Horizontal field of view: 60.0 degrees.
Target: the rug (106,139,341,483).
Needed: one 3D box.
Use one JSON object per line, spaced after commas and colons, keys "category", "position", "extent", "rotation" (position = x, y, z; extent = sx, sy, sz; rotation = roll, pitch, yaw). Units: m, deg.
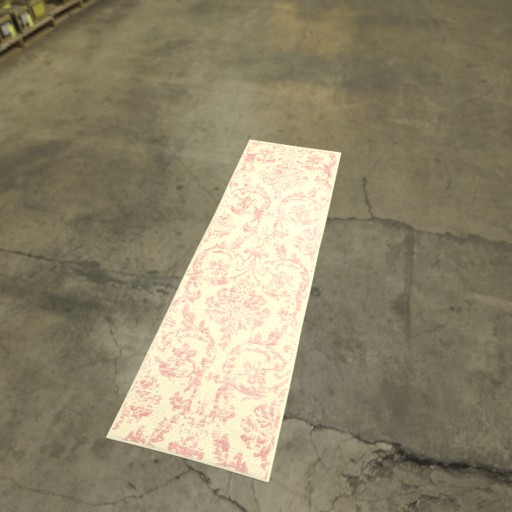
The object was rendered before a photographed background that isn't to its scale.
{"category": "rug", "position": [0.000, 0.000, 2.416], "extent": [0.662, 0.011, 2.196], "rotation": [11, 48, 10]}
